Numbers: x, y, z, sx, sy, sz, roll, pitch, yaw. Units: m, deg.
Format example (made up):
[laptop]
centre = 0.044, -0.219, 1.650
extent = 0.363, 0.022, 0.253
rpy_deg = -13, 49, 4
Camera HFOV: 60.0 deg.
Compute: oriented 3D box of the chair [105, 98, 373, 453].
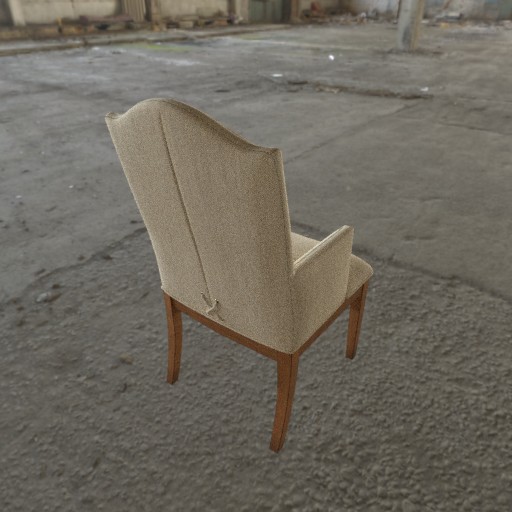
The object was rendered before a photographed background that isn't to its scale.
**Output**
[chair]
centre = 0.000, 0.000, 1.354
extent = 0.533, 1.016, 0.641
rpy_deg = 21, 36, 31
